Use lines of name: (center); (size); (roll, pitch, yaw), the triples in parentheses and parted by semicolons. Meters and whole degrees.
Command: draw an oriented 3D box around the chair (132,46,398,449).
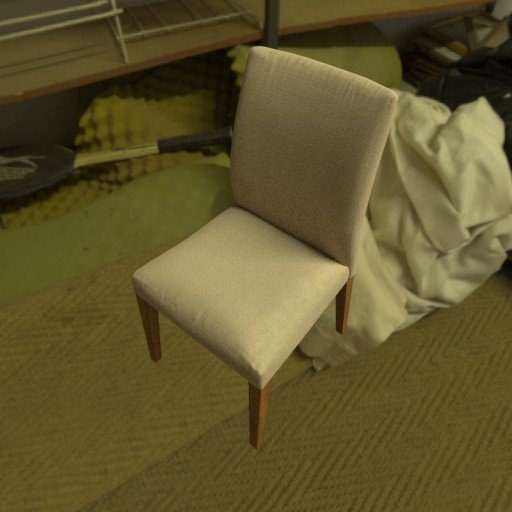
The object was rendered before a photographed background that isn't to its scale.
chair: (0.000, 0.000, 1.291); (0.496, 0.940, 0.585); (32, 55, 26)
